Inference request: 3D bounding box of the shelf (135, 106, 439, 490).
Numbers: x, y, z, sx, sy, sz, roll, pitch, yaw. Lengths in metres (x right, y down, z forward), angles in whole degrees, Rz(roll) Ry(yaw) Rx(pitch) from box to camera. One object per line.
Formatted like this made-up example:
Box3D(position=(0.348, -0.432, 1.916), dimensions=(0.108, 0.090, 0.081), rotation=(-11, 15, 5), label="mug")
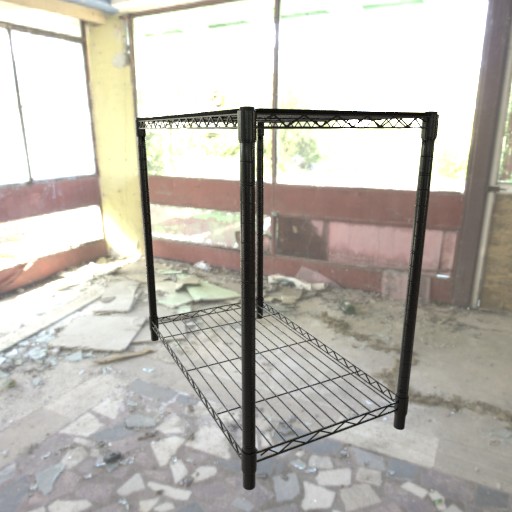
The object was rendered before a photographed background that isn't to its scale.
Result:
Box3D(position=(0.000, 0.000, 0.928), dimensions=(0.338, 0.564, 0.589), rotation=(-8, 18, -26), label="shelf")
